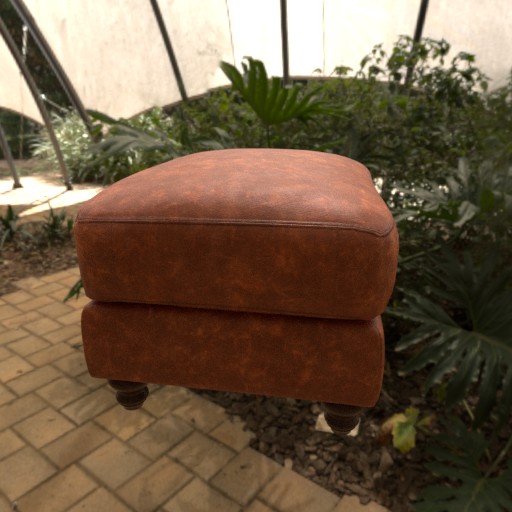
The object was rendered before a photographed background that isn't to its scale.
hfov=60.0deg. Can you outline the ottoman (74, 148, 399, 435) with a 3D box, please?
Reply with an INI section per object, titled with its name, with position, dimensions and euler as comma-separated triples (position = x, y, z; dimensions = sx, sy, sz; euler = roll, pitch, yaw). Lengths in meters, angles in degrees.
[ottoman]
position = 0.000, 0.000, 1.227
dimensions = 0.657, 0.562, 0.832
euler = 3, 19, 9
